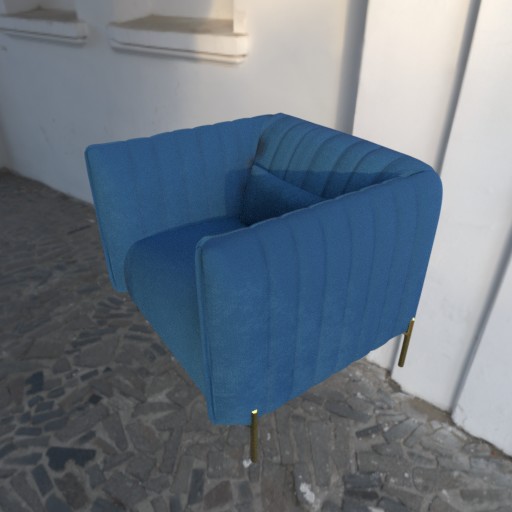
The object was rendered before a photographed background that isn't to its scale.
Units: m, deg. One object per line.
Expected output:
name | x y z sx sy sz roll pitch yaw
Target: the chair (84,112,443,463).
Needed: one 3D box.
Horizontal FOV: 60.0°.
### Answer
chair | 0.000 0.000 1.630 0.877 0.793 0.947 -20 37 -29
